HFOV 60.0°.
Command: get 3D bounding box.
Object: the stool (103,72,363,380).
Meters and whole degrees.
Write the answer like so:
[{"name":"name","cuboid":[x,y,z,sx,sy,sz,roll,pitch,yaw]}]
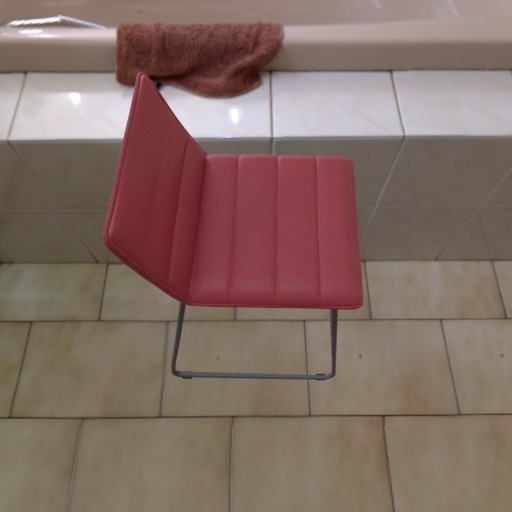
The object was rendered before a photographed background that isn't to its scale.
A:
[{"name":"stool","cuboid":[0.000,0.000,1.167,0.524,0.866,0.489,2,64,1]}]
